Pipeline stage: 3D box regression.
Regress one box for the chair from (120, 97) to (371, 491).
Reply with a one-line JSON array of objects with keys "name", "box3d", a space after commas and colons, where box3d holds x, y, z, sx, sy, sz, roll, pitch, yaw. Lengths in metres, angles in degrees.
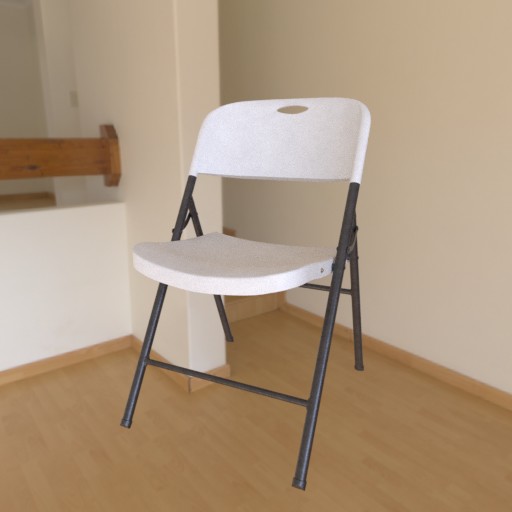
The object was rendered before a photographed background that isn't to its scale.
[{"name": "chair", "box3d": [0.000, 0.000, 1.149, 0.494, 0.810, 0.566, 7, 17, 25]}]
